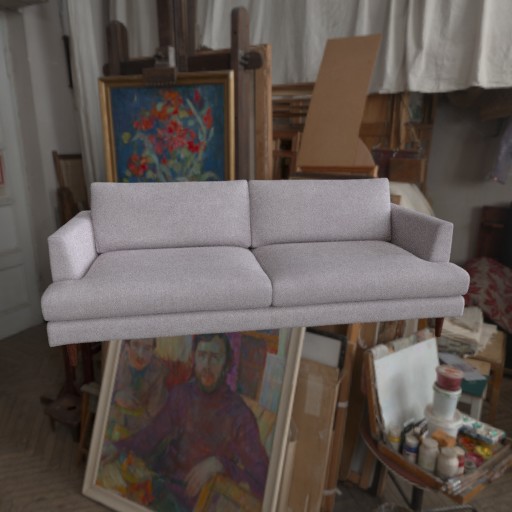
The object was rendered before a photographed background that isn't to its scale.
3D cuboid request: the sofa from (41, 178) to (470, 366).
[{"bbox_3d":[0.000,0.000,2.744,2.250,0.868,1.020,-3,16,-9],"label":"sofa"}]
